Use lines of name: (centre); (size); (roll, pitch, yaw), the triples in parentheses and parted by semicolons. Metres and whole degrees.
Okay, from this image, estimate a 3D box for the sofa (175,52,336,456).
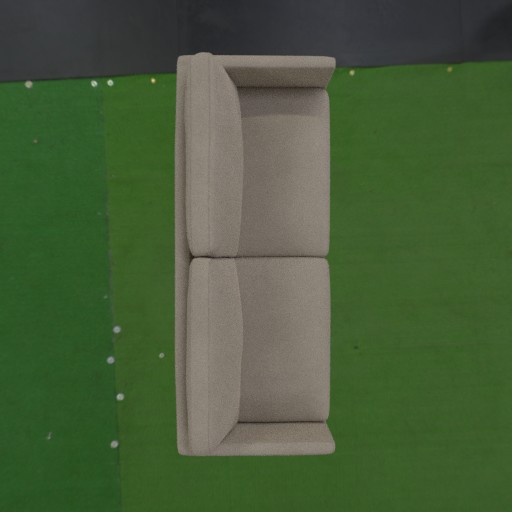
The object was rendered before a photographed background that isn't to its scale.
sofa: (0.000, 0.000, 2.881); (0.988, 0.912, 2.404); (0, 90, -1)
